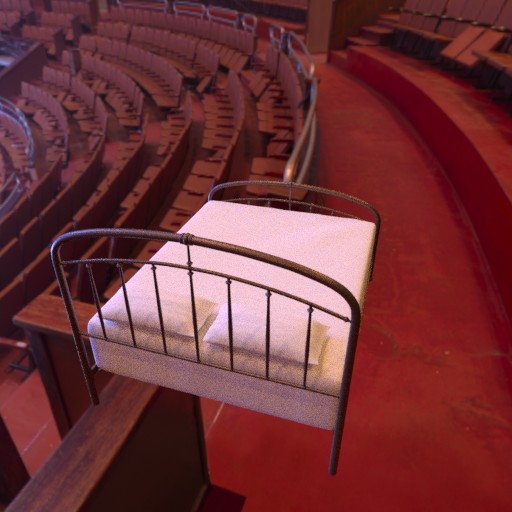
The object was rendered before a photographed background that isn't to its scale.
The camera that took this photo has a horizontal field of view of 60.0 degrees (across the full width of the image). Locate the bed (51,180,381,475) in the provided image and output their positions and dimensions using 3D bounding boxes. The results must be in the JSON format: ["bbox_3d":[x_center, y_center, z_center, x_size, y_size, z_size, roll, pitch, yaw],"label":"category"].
[{"bbox_3d":[0.000,0.000,3.326,1.711,1.475,2.168,10,33,15],"label":"bed"}]
